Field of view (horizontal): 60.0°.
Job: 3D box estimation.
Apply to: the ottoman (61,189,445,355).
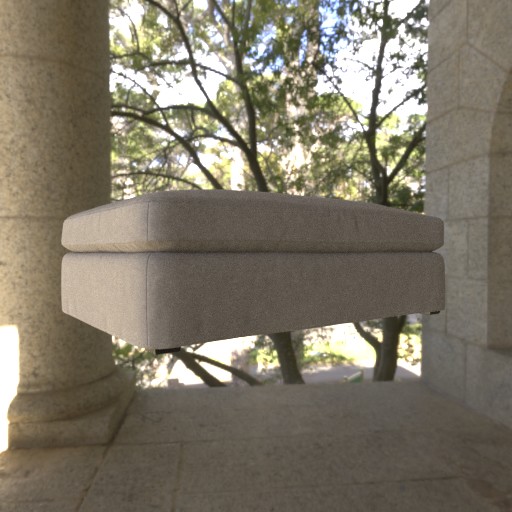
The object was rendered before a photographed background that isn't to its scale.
[{"bbox_3d":[0.000,0.000,1.633,1.199,0.429,0.840,0,1,-36],"label":"ottoman"}]
